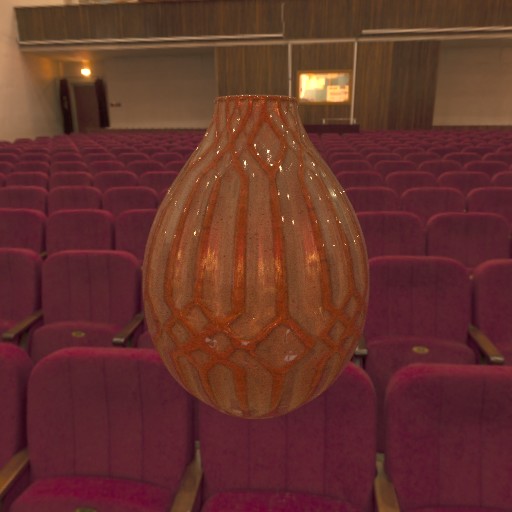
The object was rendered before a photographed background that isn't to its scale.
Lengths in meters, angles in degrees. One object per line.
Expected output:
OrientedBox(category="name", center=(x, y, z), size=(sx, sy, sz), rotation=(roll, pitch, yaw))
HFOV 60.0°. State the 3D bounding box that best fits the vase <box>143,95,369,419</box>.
OrientedBox(category="vase", center=(0.000, 0.000, 0.260), size=(0.131, 0.175, 0.131), rotation=(0, 15, 0))
